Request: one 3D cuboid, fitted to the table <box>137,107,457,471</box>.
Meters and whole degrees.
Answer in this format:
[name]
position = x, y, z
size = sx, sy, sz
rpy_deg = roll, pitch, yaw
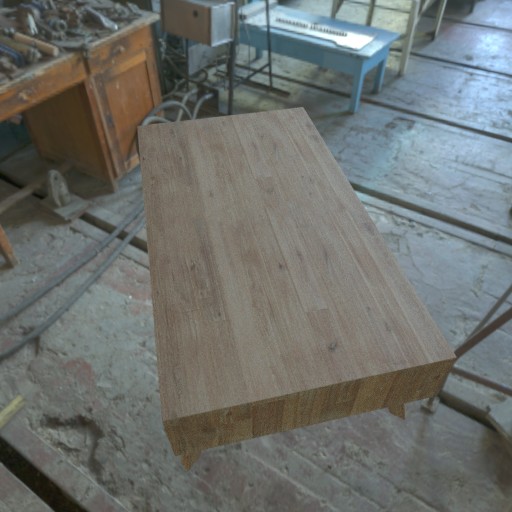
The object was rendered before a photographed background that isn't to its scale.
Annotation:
[table]
position = 0.000, 0.000, 2.037
size = 0.918, 0.531, 1.619
rpy_deg = -9, 47, -9
